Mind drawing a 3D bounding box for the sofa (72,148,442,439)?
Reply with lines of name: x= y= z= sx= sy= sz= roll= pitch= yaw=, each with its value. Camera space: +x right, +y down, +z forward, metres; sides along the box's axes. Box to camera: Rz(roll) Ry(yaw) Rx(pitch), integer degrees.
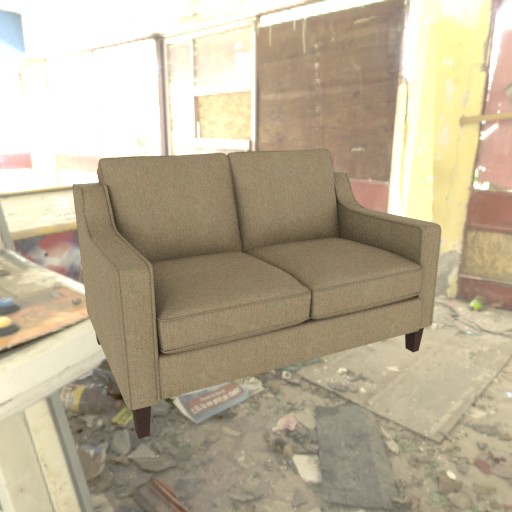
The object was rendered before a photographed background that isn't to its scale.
sofa: x=0.000 y=0.000 z=2.163 sx=1.503 sy=0.981 sz=0.985 roll=-8 pitch=18 yaw=-27
